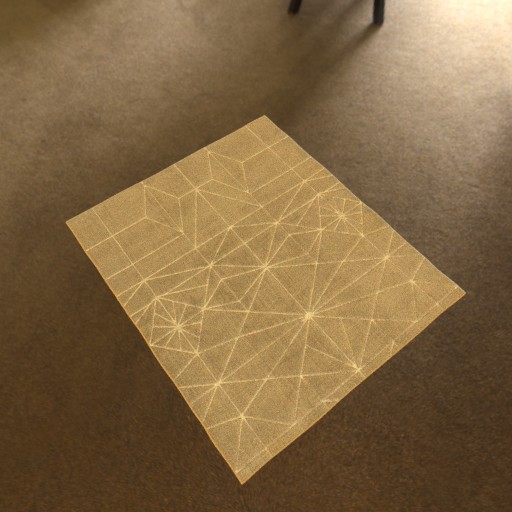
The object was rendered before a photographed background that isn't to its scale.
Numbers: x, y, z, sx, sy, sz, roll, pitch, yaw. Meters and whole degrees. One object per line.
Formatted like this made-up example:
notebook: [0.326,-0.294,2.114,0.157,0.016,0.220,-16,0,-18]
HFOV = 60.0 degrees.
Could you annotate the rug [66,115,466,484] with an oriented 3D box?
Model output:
rug: [0.000,0.000,0.912,0.548,0.006,0.639,-33,64,-18]
